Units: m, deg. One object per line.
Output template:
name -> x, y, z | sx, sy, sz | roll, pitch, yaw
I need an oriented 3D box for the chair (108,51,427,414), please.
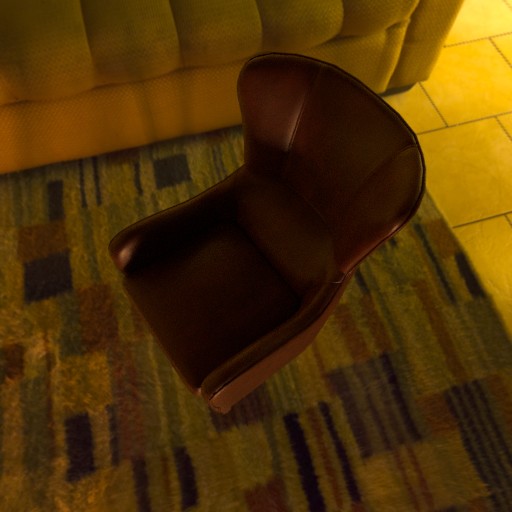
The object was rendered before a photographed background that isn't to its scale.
chair -> 0.000, 0.000, 1.612 | 0.914, 1.048, 0.692 | -34, 68, -15
